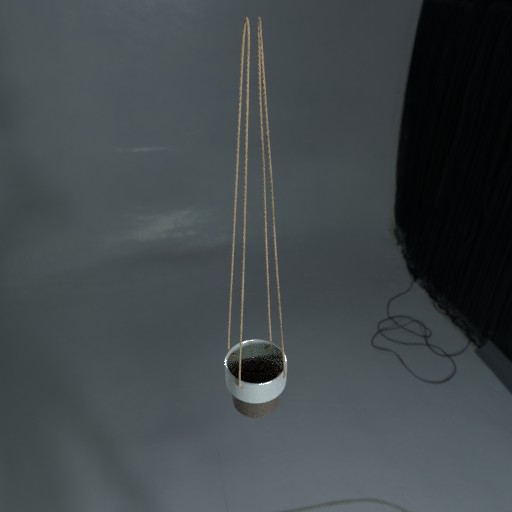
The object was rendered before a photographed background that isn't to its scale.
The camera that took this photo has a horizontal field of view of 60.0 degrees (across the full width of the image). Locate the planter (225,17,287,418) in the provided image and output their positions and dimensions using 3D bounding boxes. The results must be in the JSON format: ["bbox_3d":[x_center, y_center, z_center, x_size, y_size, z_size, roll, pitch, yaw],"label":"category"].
[{"bbox_3d":[0.000,0.000,1.127,0.187,1.073,0.187,-9,33,-13],"label":"planter"}]
